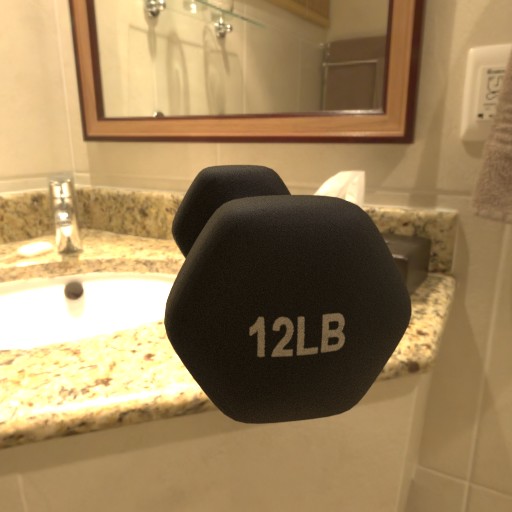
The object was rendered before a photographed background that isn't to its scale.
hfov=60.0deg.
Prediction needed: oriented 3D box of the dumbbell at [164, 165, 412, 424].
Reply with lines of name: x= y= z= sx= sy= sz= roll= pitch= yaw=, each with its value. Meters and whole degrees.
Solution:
dumbbell: x=0.000 y=0.000 z=0.285 sx=0.112 sy=0.101 sz=0.231 roll=-2 pitch=16 yaw=-8
